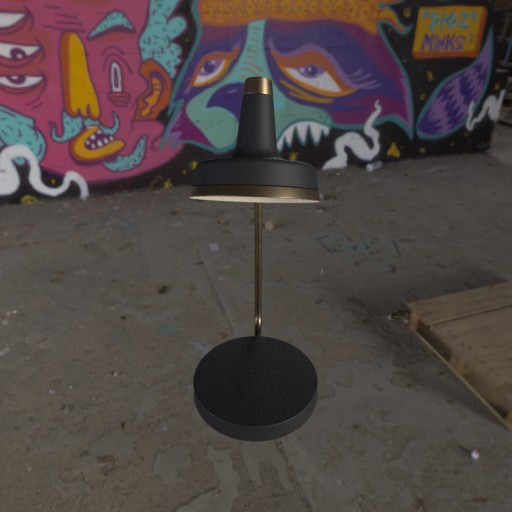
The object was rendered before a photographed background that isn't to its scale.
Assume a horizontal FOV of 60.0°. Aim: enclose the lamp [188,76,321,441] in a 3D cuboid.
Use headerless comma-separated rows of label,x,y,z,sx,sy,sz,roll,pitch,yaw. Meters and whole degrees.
lamp,0.000,0.000,0.501,0.162,0.385,0.218,1,30,1
